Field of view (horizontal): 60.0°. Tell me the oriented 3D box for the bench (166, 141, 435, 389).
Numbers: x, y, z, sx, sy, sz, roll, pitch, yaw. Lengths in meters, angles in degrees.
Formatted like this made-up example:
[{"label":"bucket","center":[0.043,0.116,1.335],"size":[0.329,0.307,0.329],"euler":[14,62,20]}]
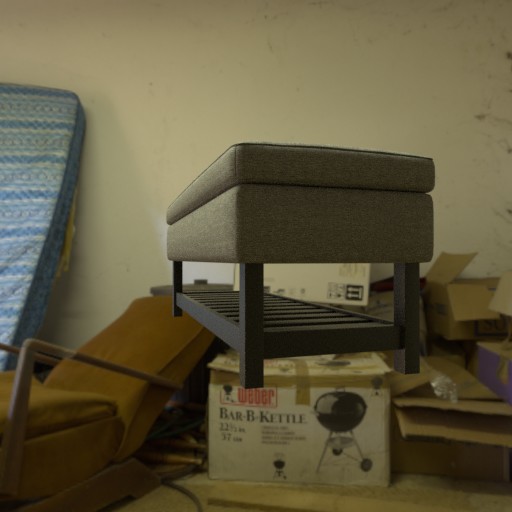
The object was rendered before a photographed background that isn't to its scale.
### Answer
[{"label":"bench","center":[0.000,0.000,1.323],"size":[0.429,0.470,1.100],"euler":[0,0,-17]}]
